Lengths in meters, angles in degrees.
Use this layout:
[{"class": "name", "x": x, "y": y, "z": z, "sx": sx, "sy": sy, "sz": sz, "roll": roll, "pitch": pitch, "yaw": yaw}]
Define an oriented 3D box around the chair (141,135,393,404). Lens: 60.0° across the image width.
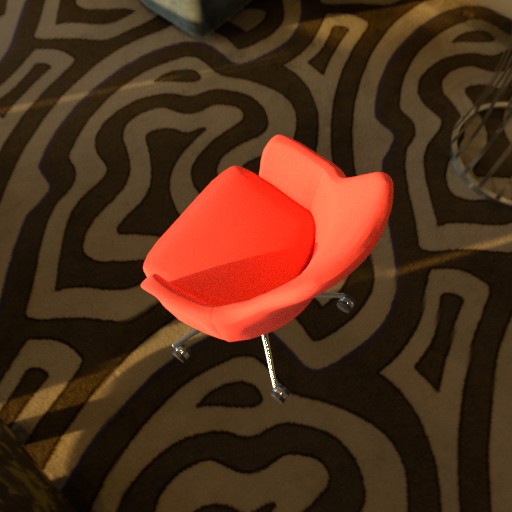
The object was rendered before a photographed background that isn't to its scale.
[{"class": "chair", "x": 0.000, "y": 0.000, "z": 1.279, "sx": 0.600, "sy": 0.820, "sz": 0.655, "roll": 33, "pitch": 69, "yaw": 15}]
